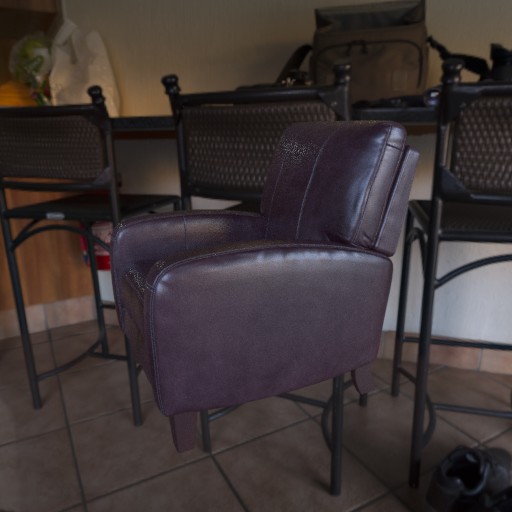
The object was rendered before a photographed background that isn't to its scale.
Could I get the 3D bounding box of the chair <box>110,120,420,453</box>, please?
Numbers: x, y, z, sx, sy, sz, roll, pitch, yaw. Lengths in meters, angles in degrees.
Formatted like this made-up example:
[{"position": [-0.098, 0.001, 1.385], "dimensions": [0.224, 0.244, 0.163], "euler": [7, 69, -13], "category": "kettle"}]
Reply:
[{"position": [0.000, 0.000, 1.693], "dimensions": [0.990, 0.990, 0.762], "euler": [-8, 18, -25], "category": "chair"}]
